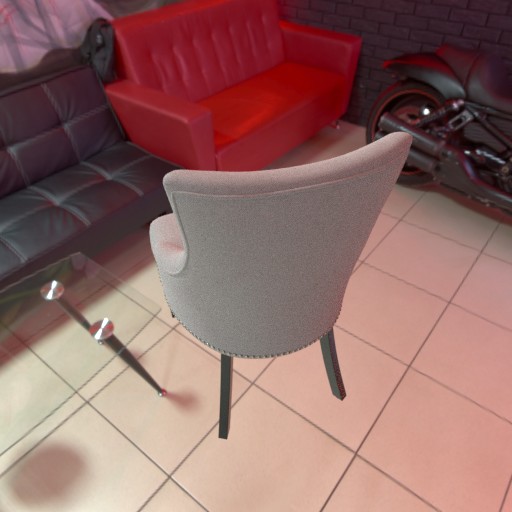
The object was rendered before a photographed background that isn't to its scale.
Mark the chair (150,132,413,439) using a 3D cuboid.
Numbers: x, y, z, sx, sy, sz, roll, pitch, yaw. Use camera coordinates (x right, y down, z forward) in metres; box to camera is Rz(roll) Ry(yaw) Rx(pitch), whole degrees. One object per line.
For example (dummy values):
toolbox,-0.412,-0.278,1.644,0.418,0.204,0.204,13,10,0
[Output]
chair,0.000,0.000,1.297,0.566,0.909,0.629,-13,43,-14
